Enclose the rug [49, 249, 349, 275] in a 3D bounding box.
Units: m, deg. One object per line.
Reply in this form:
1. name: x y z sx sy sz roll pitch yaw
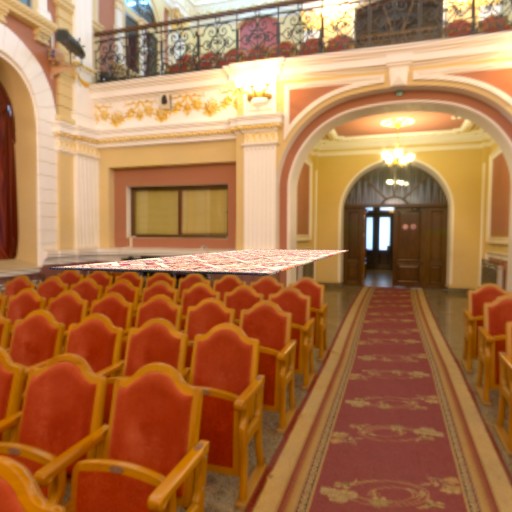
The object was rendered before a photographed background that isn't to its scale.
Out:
1. rug: 0.000 0.000 2.597 0.832 0.008 2.362 1 3 18
